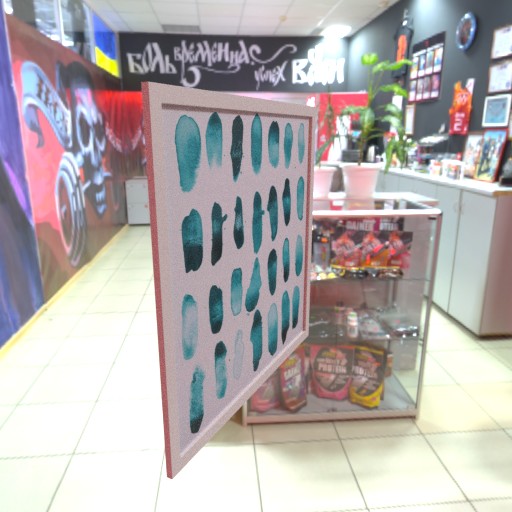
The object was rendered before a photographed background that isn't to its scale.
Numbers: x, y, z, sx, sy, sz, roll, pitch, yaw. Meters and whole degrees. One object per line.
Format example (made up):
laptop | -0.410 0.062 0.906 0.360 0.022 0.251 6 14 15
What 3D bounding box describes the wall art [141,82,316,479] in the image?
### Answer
wall art | 0.000 0.000 0.679 0.009 0.457 0.456 8 17 27
